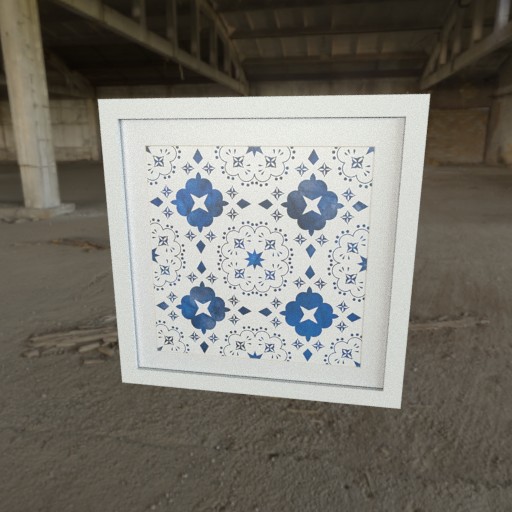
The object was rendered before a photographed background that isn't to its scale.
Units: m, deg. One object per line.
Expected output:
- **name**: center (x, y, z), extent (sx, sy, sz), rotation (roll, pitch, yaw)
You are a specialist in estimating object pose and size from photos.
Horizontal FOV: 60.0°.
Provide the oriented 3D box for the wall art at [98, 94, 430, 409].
- **wall art**: center (0.000, 0.000, 0.526), extent (0.355, 0.355, 0.027), rotation (2, 15, 9)
